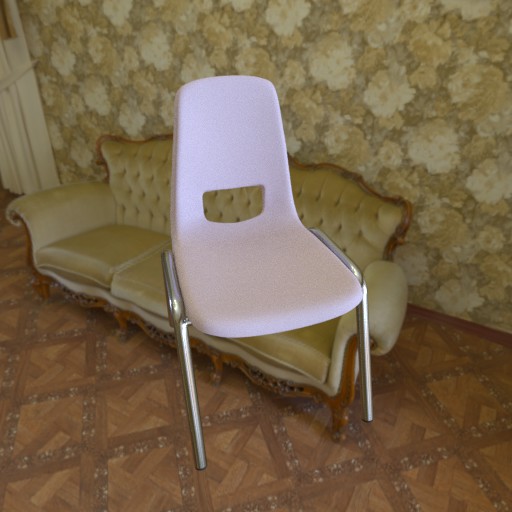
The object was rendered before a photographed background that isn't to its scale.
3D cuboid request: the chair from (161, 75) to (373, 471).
[{"bbox_3d":[0.000,0.000,0.843,0.354,0.586,0.423,-9,32,-15],"label":"chair"}]
